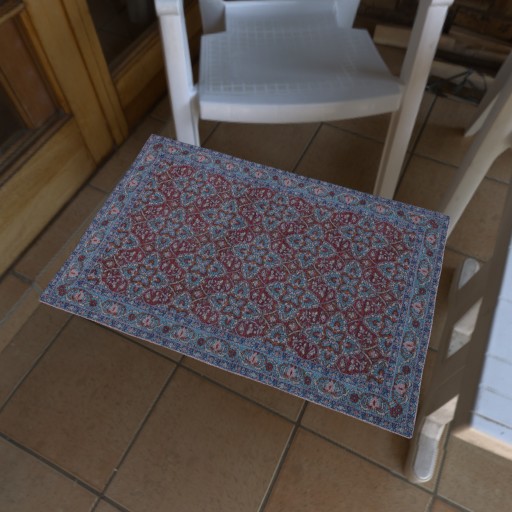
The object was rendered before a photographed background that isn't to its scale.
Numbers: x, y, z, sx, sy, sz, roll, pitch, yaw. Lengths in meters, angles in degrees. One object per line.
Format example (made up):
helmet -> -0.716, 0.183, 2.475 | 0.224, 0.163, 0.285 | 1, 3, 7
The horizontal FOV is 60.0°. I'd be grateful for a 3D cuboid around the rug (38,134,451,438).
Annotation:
rug -> 0.000, 0.000, 2.298 | 1.829, 0.009, 1.219 | 18, 61, 10
